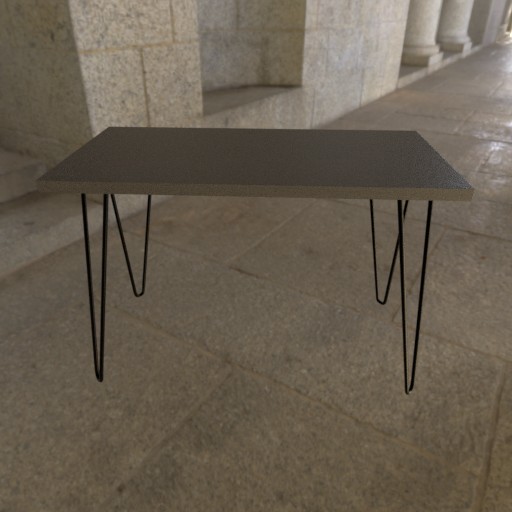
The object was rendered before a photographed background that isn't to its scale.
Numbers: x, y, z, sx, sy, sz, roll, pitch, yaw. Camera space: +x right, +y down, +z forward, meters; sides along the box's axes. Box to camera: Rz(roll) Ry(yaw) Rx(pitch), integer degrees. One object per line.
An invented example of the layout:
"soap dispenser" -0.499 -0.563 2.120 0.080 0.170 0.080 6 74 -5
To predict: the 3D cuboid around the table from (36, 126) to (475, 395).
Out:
"table" 0.000 0.000 1.379 0.991 0.660 0.499 2 30 3
